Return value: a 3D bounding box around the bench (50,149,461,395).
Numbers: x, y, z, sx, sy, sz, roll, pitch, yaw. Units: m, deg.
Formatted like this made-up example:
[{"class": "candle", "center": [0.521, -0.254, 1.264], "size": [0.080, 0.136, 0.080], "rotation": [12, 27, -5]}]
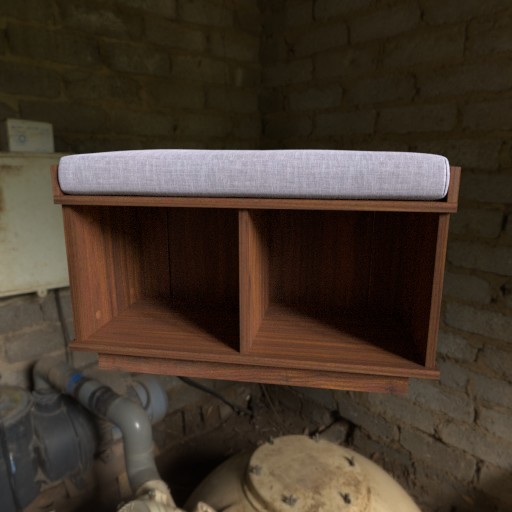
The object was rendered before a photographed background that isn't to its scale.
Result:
[{"class": "bench", "center": [0.000, 0.000, 0.989], "size": [0.734, 0.461, 0.362], "rotation": [2, 13, 9]}]
